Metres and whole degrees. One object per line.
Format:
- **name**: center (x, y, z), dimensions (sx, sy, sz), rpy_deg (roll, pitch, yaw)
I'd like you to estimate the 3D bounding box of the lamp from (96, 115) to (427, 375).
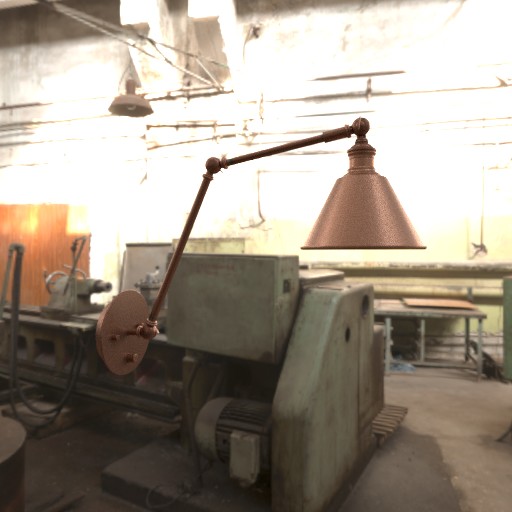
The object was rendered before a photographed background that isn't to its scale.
- **lamp**: center (0.000, 0.000, 0.865), dimensions (0.624, 0.502, 0.223), rpy_deg (0, 0, 16)
